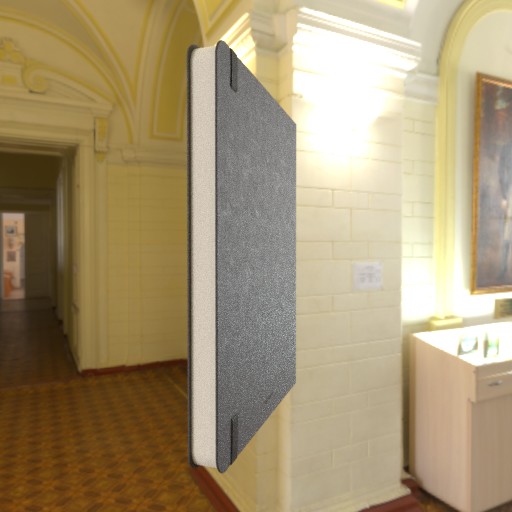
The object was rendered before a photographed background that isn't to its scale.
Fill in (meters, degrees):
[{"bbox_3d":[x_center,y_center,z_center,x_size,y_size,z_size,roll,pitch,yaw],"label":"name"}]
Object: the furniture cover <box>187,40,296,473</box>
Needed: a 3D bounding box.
[{"bbox_3d":[0.000,0.000,0.382,0.023,0.281,0.216,0,1,18],"label":"furniture cover"}]
